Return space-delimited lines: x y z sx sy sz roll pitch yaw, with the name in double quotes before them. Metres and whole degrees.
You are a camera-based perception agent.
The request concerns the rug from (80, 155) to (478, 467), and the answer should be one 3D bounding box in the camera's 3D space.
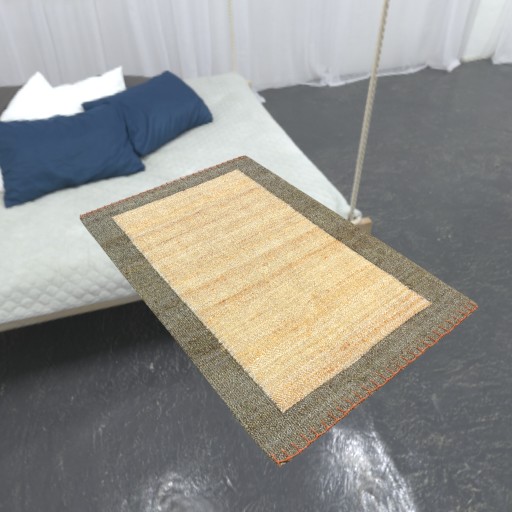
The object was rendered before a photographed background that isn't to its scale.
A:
"rug" 0.000 0.000 2.307 1.220 0.019 1.838 -27 48 -27
